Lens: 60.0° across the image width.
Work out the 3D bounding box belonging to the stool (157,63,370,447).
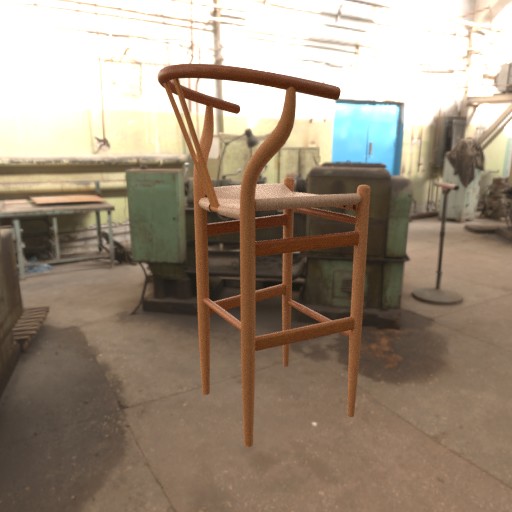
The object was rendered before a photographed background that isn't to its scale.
[{"bbox_3d":[0.000,0.000,1.397,0.561,1.068,0.574,-8,16,-28],"label":"stool"}]
